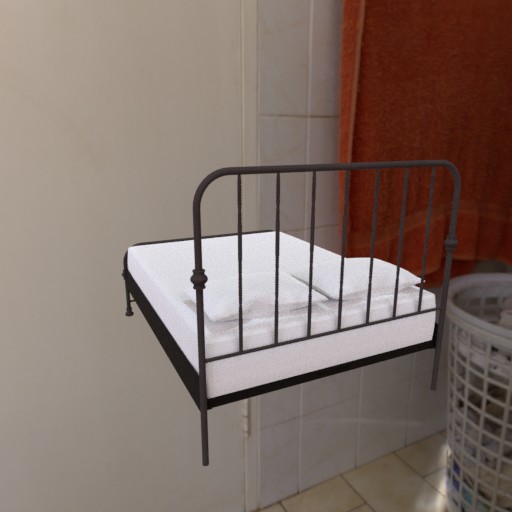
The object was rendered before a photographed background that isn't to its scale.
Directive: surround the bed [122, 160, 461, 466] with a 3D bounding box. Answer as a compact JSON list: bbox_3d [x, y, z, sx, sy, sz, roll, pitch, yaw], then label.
[{"bbox_3d":[0.000,0.000,3.225,1.616,1.446,2.134,-7,17,-25],"label":"bed"}]
